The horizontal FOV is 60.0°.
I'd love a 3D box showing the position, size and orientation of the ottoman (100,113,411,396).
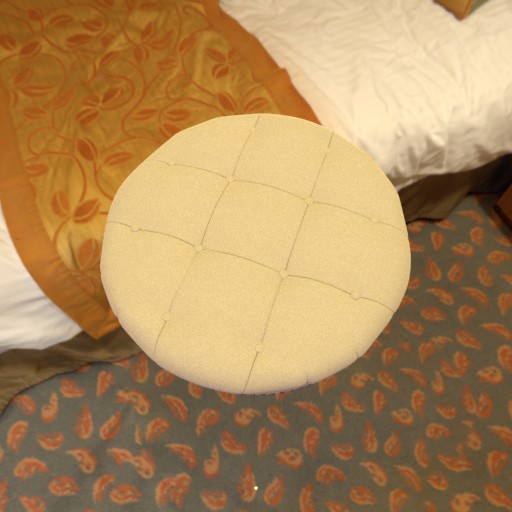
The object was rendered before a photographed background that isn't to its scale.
[{"bbox_3d":[0.000,0.000,1.407,0.901,0.439,0.901,0,62,0],"label":"ottoman"}]
